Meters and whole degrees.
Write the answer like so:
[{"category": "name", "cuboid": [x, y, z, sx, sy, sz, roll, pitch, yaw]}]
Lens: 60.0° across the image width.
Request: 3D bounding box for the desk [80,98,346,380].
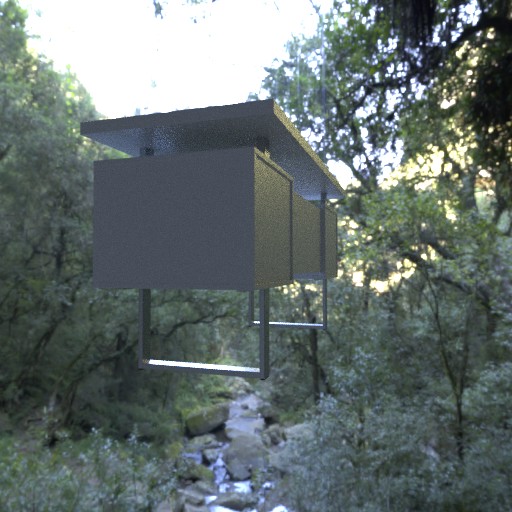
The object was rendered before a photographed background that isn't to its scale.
[{"category": "desk", "cuboid": [0.000, 0.000, 1.947, 0.603, 0.773, 1.530, 0, -1, 18]}]
